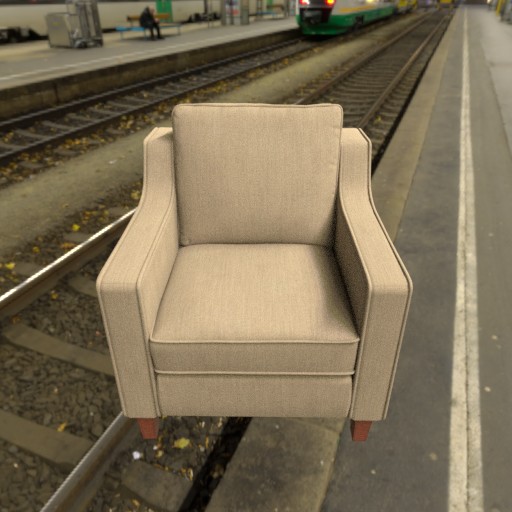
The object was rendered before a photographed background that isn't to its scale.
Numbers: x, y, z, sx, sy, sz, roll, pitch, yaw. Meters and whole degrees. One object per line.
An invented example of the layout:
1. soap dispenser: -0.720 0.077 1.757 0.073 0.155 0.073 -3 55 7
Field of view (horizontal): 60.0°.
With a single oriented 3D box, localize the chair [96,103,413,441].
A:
1. chair: 0.000 0.000 1.601 0.831 0.960 0.909 0 31 1
